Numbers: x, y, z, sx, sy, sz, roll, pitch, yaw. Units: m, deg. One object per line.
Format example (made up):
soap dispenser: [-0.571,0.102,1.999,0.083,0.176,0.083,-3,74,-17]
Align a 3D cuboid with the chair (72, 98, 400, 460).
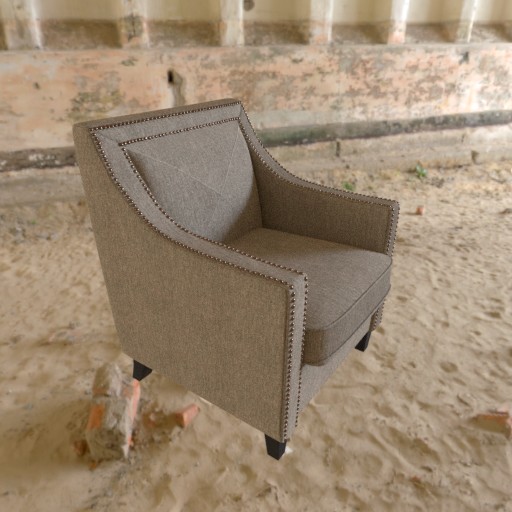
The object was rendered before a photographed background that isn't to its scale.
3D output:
chair: [0.000,0.000,1.613,0.884,0.967,0.776,18,31,32]
